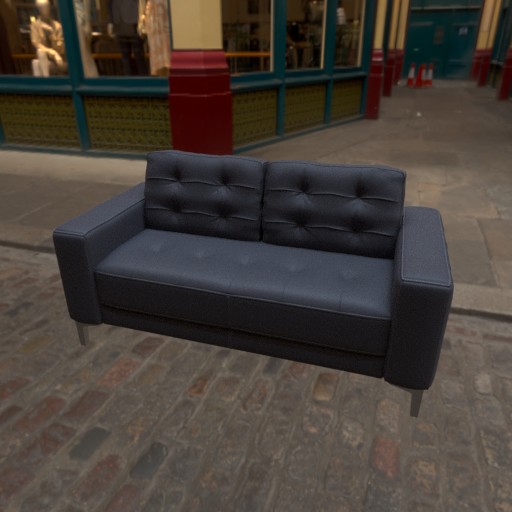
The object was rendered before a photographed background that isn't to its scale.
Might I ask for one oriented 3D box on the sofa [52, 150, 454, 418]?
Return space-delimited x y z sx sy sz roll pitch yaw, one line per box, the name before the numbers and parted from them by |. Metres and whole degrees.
sofa | 0.000 0.000 2.192 1.726 0.893 0.833 8 27 16
